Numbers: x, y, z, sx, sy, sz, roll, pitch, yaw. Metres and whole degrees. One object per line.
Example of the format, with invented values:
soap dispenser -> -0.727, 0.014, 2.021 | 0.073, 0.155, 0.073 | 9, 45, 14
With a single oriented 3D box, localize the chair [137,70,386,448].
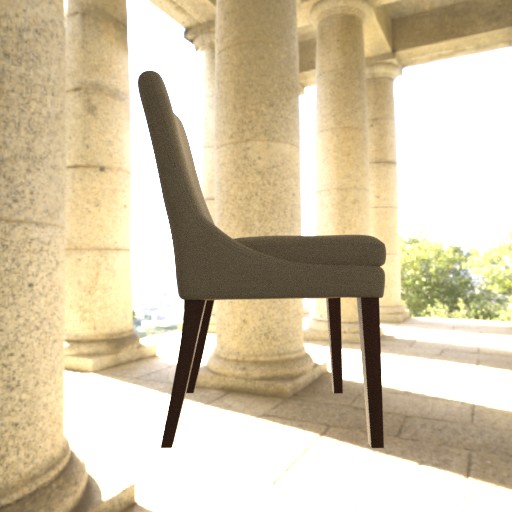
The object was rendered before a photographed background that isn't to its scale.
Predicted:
chair -> 0.000, 0.000, 1.314 | 0.638, 0.940, 0.515 | 0, -1, -1
